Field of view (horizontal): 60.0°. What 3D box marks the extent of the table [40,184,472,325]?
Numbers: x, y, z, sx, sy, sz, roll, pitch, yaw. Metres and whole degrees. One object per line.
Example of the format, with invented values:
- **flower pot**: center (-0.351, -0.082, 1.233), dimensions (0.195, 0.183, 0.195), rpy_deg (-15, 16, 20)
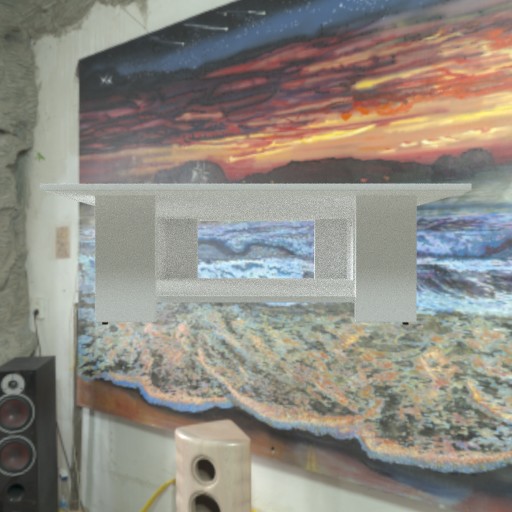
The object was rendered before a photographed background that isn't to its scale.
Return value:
- **table**: center (0.000, 0.000, 1.360), dimensions (0.890, 0.305, 0.890), rpy_deg (0, 0, 0)
